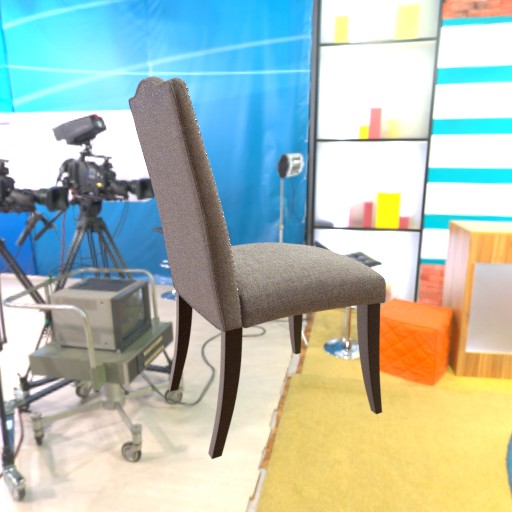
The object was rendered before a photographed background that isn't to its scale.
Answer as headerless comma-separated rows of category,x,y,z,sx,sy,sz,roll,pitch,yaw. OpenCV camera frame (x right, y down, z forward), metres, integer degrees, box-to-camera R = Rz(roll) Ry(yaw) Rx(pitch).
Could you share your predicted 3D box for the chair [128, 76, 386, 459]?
chair,0.000,0.000,1.399,0.660,1.016,0.513,-7,15,-26
